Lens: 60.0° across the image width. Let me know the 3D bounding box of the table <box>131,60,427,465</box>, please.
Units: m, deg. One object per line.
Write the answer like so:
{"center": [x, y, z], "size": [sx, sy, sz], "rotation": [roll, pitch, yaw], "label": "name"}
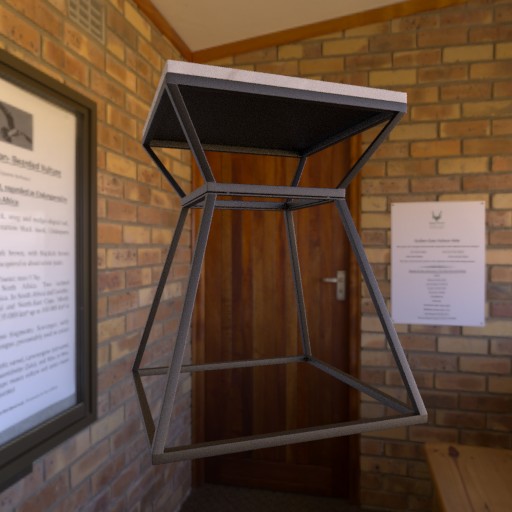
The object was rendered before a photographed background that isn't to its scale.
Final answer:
{"center": [0.000, 0.000, 0.883], "size": [0.455, 0.559, 0.455], "rotation": [0, 1, -19], "label": "table"}
